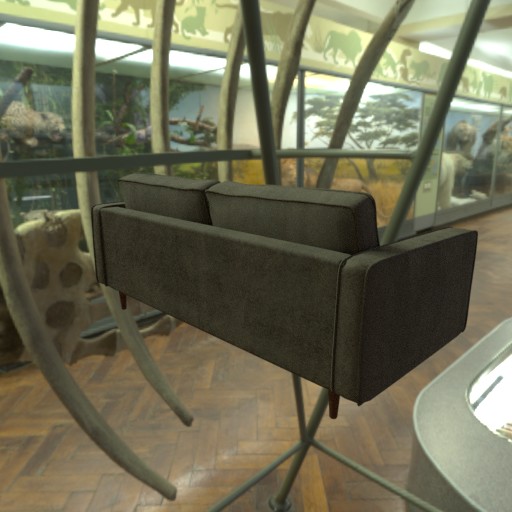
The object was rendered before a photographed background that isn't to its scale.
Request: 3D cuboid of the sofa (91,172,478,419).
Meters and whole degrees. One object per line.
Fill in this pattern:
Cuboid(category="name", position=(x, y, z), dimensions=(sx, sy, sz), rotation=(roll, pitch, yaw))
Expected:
Cuboid(category="sofa", position=(0.000, 0.000, 2.342), dimensions=(0.924, 0.825, 1.920), rotation=(-14, 20, -43))
